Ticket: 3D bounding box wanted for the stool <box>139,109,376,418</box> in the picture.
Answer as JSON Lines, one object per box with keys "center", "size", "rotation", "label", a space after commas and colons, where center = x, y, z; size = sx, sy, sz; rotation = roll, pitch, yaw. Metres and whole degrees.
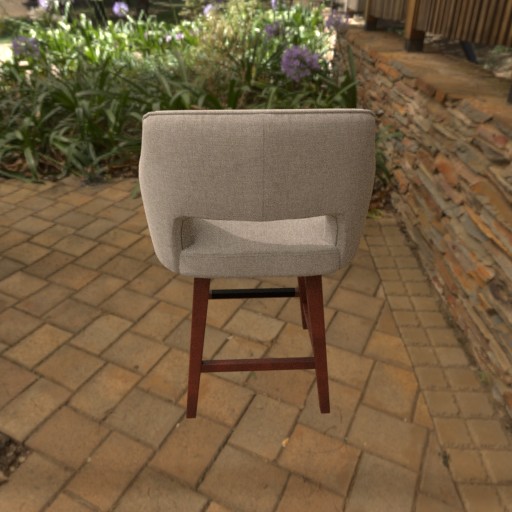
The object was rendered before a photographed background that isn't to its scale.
{"center": [0.000, 0.000, 1.306], "size": [0.599, 0.944, 0.558], "rotation": [-1, 30, -2], "label": "stool"}
